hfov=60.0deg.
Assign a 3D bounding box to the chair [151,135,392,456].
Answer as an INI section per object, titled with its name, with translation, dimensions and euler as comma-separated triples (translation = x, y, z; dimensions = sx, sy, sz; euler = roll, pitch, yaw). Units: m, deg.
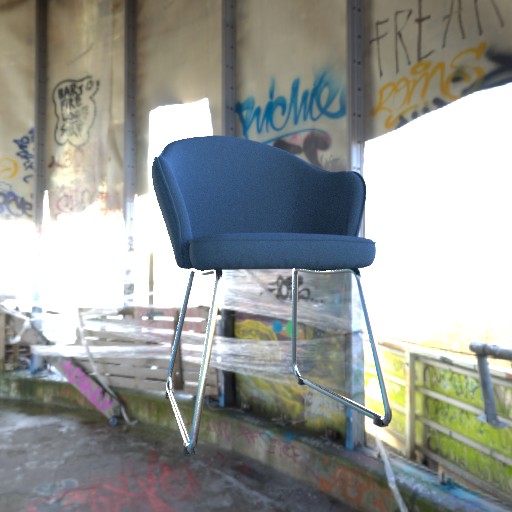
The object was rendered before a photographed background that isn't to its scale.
[chair]
translation = 0.000, 0.000, 1.217
dimensions = 0.570, 0.815, 0.585
euler = 0, -1, -20
